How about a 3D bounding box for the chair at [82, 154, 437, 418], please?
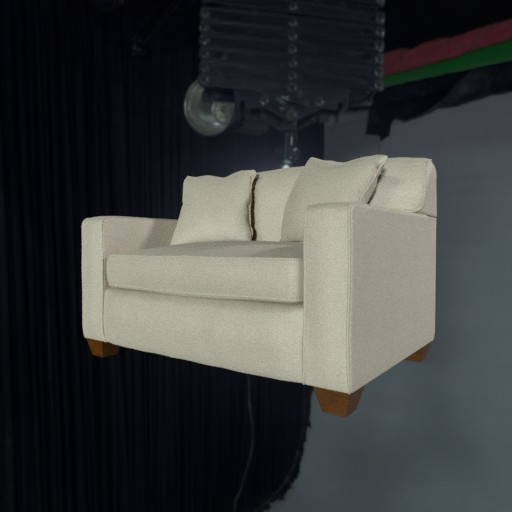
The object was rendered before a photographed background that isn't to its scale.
[{"bbox_3d":[0.000,0.000,2.063,1.383,0.948,1.000,1,2,36],"label":"chair"}]
